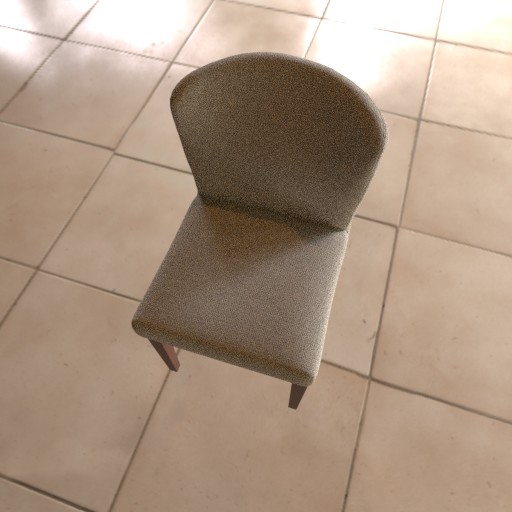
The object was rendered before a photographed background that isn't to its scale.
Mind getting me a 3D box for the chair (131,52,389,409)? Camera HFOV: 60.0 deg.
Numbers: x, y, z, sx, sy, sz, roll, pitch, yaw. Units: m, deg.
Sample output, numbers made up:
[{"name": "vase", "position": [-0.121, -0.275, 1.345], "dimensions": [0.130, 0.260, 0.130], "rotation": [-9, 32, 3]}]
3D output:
[{"name": "chair", "position": [0.000, 0.000, 1.206], "dimensions": [0.491, 0.839, 0.589], "rotation": [15, 61, 9]}]
